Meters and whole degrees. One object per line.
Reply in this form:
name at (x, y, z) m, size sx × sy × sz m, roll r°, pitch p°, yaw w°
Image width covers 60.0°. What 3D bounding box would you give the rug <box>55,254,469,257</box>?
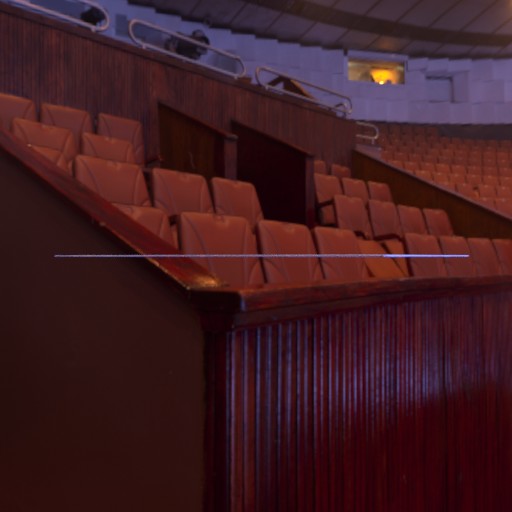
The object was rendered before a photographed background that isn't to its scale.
rug at (0.000, 0.000, 2.920) m, size 2.284 × 0.008 × 1.522 m, roll 0°, pitch 0°, yaw 36°
